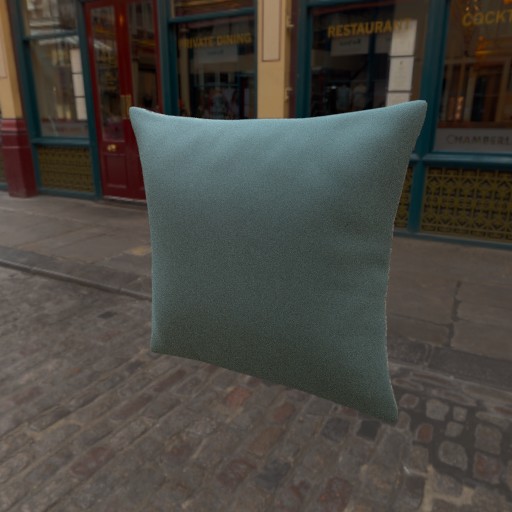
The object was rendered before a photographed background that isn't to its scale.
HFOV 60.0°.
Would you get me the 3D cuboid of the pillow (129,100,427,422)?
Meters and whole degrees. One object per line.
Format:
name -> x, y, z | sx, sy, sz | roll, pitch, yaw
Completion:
pillow -> 0.000, 0.000, 0.779 | 0.526, 0.507, 0.166 | 9, 18, 27
